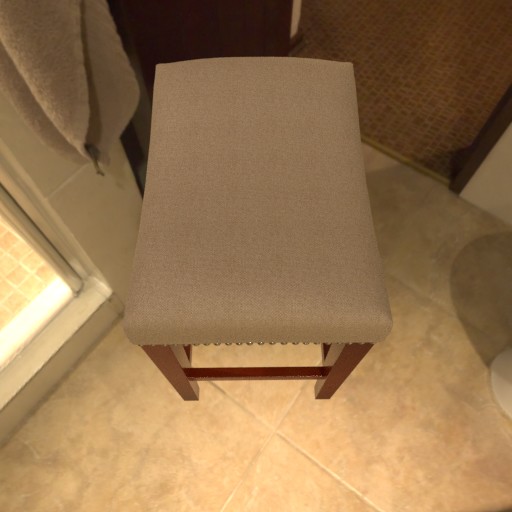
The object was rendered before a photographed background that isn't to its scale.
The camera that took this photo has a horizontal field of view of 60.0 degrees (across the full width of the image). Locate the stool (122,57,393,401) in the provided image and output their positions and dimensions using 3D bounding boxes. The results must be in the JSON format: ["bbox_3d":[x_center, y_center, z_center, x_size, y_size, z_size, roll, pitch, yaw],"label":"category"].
[{"bbox_3d":[0.000,0.000,0.949,0.375,0.632,0.509,-1,63,0],"label":"stool"}]
